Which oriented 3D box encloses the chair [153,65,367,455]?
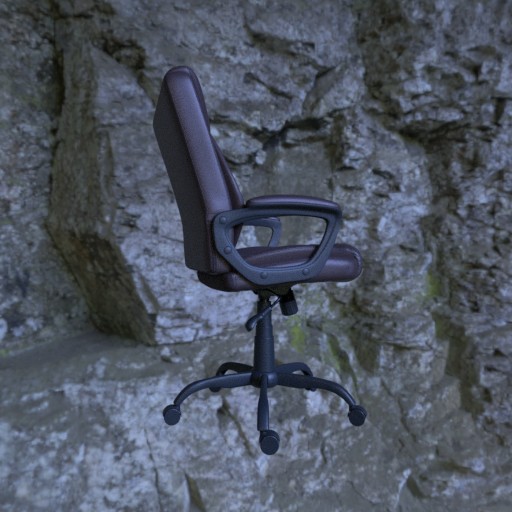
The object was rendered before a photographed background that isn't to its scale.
[{"bbox_3d":[0.000,0.000,1.495,0.655,1.072,0.615,0,1,-17],"label":"chair"}]
